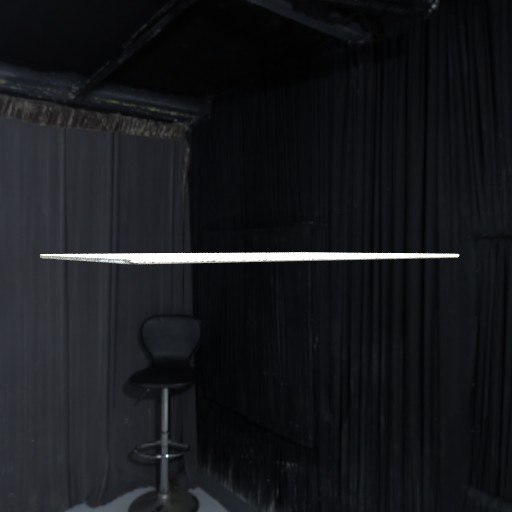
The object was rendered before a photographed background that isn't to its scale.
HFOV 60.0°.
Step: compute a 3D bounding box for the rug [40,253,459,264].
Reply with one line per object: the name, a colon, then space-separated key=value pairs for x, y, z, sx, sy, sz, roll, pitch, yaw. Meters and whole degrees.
rug: x=0.000 y=0.000 z=3.396 sx=2.698 sy=0.025 sz=1.798 roll=-1 pitch=1 yaw=-37
